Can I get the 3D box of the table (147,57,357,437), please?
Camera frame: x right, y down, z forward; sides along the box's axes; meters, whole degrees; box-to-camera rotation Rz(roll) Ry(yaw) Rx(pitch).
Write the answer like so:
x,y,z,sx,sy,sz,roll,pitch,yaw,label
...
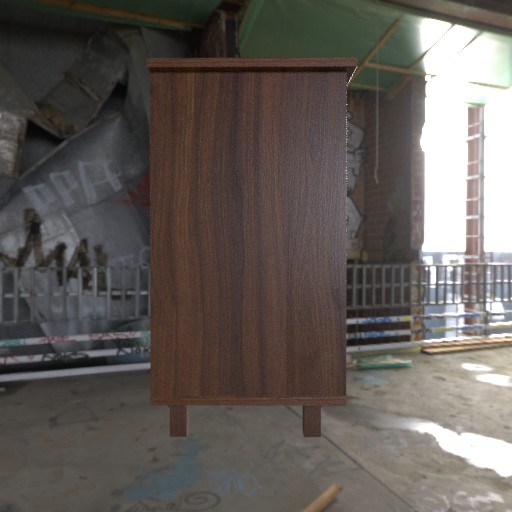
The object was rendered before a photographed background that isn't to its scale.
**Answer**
x,y,z,sx,sy,sz,roll,pitch,yaw,label
0.000,0.000,1.206,0.390,0.725,0.802,0,1,0,table
